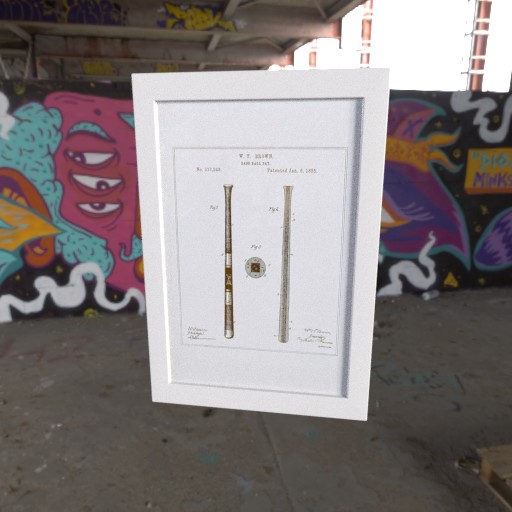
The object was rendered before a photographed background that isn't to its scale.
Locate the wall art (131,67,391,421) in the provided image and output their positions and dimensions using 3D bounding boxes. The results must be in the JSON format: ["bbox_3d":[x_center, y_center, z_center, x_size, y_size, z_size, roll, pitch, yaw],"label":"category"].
[{"bbox_3d":[0.000,0.000,0.618,0.329,0.482,0.011,2,14,9],"label":"wall art"}]
